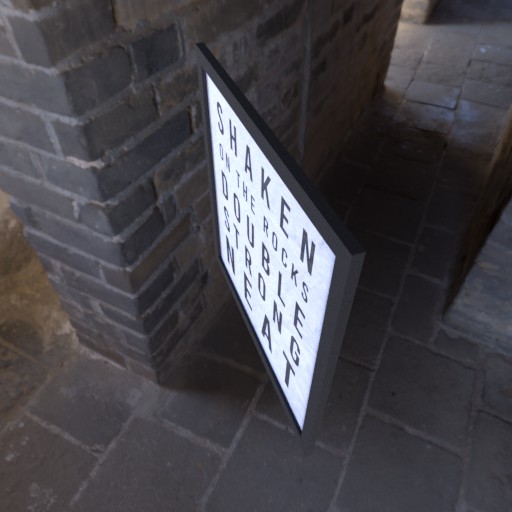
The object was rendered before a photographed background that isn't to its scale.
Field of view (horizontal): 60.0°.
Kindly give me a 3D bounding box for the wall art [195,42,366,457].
[{"bbox_3d":[0.000,0.000,0.669,0.013,0.458,0.456,-16,49,-14],"label":"wall art"}]
